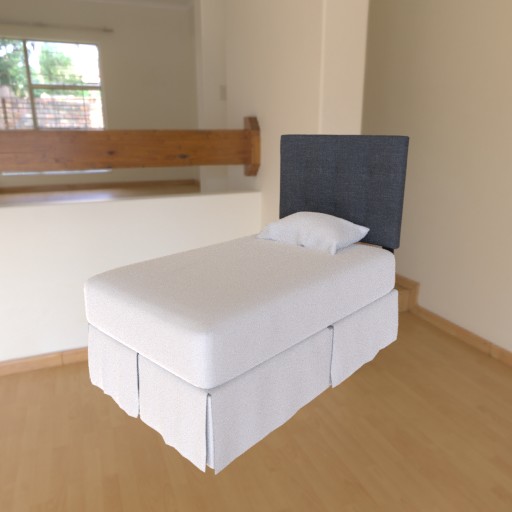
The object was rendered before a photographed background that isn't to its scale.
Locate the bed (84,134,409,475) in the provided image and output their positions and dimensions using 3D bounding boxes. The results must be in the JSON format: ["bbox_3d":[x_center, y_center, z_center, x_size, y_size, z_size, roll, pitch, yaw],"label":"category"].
[{"bbox_3d":[0.000,0.000,3.006,1.261,1.571,1.997,14,21,41],"label":"bed"}]
